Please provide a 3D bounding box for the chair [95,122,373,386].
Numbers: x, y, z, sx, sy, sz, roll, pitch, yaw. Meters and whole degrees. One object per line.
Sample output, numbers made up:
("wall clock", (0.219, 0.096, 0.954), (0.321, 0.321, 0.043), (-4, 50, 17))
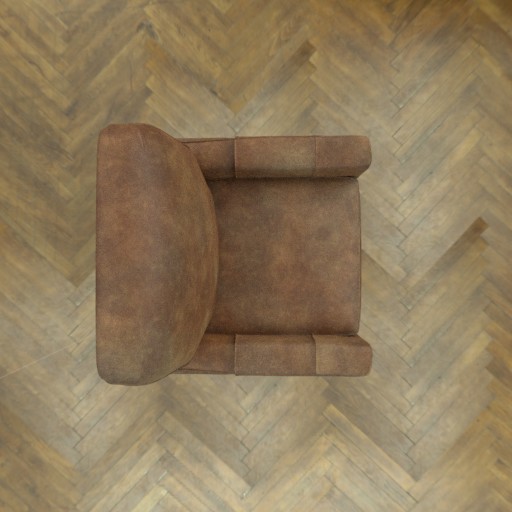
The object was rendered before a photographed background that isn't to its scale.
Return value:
("chair", (0.000, 0.000, 1.630), (0.836, 1.043, 0.843), (0, 89, -1))
